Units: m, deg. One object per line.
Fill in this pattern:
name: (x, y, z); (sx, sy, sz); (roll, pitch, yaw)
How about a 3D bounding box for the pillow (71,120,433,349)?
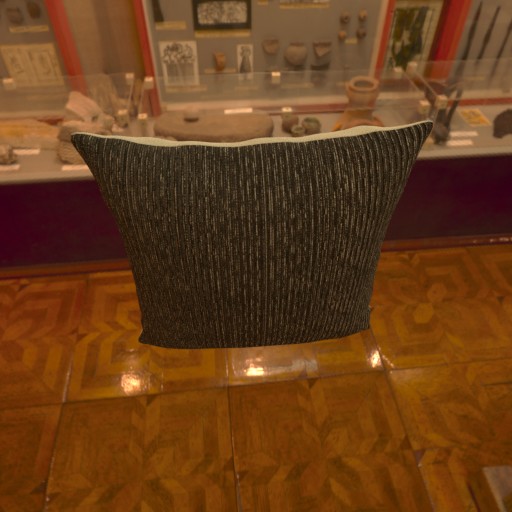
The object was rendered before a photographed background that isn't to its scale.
pillow: (0.000, 0.000, 0.675); (0.433, 0.434, 0.196); (-3, 46, -3)
